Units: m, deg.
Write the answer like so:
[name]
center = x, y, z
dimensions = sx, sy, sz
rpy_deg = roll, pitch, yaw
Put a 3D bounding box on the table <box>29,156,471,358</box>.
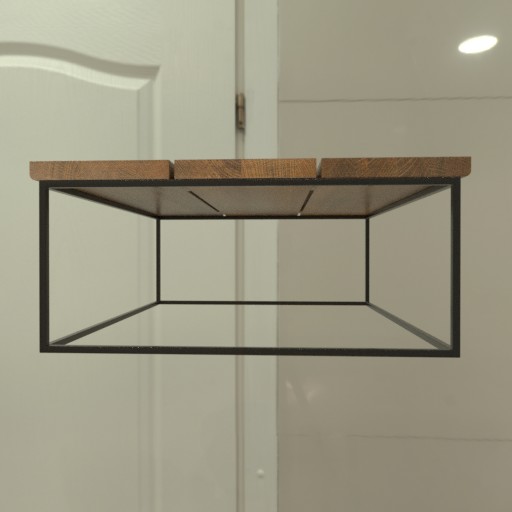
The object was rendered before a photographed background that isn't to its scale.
[table]
center = 0.000, 0.000, 1.351
dimensions = 0.900, 0.400, 0.900
rpy_deg = 0, 0, 3
